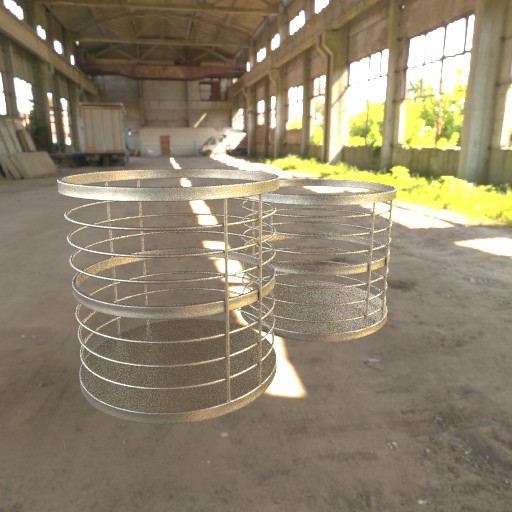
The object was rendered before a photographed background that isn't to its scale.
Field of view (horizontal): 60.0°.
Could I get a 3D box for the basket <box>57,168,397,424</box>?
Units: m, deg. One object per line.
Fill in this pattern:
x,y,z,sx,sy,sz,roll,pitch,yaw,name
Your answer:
0.000,0.000,0.918,0.746,0.351,0.356,-14,21,-43,basket
